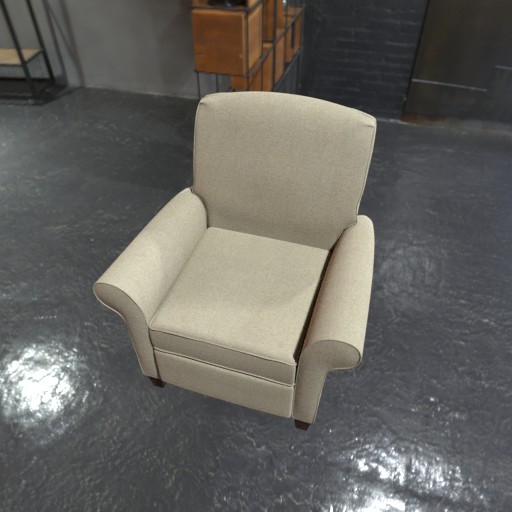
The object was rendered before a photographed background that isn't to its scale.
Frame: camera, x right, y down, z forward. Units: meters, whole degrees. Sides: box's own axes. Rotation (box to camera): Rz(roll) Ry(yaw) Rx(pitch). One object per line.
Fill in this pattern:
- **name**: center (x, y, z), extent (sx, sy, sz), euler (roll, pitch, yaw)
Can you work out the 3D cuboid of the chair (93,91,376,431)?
- **chair**: center (0.000, 0.000, 1.859), extent (0.978, 1.061, 0.905), euler (12, 43, 13)
